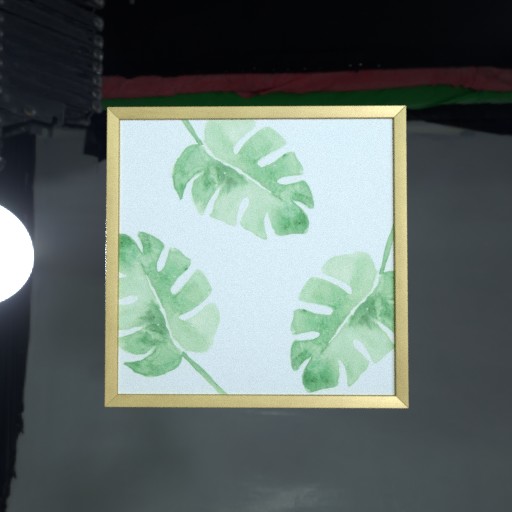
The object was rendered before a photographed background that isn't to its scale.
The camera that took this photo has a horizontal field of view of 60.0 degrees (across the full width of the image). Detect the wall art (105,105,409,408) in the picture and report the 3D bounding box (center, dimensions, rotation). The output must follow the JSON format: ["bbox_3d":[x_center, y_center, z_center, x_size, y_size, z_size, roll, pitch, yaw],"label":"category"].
[{"bbox_3d":[0.000,0.000,0.765,0.508,0.508,0.038,0,-1,1],"label":"wall art"}]
